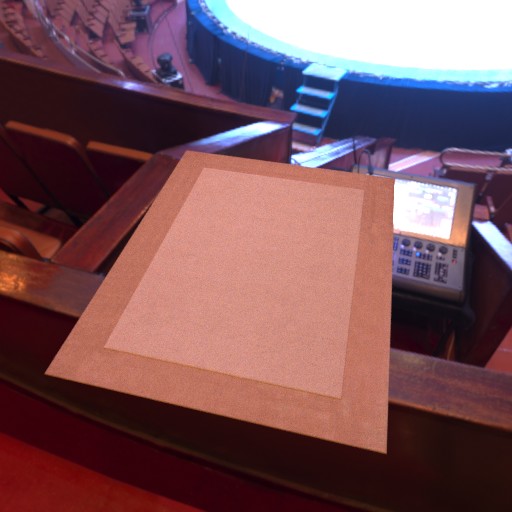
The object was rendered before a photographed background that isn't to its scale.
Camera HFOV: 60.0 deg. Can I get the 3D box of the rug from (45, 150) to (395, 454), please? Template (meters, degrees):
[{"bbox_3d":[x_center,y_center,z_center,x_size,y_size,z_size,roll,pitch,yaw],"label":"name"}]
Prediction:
[{"bbox_3d":[0.000,0.000,4.061,2.438,0.014,3.048,10,46,9],"label":"rug"}]
